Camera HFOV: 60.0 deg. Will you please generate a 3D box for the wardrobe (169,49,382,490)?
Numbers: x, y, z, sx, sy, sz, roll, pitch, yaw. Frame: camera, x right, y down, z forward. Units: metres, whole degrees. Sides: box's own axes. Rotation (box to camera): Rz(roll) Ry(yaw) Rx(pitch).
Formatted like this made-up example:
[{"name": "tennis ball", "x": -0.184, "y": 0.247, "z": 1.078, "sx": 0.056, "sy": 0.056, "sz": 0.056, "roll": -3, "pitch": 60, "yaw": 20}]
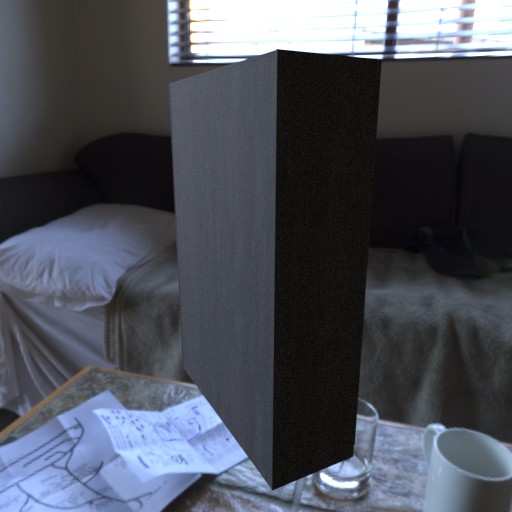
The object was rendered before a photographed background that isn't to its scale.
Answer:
[{"name": "wardrobe", "x": 0.000, "y": 0.000, "z": 2.495, "sx": 0.510, "sy": 1.910, "sz": 1.290, "roll": -8, "pitch": 17, "yaw": -27}]
